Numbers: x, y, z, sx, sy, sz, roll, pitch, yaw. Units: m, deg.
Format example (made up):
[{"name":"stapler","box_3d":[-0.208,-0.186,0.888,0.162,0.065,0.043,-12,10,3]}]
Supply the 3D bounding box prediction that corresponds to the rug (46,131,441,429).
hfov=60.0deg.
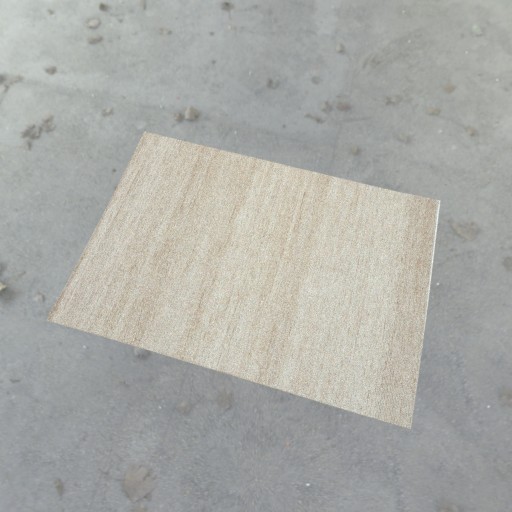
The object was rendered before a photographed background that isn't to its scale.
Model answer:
[{"name":"rug","box_3d":[0.000,0.000,2.959,2.283,0.030,1.596,15,64,7]}]
